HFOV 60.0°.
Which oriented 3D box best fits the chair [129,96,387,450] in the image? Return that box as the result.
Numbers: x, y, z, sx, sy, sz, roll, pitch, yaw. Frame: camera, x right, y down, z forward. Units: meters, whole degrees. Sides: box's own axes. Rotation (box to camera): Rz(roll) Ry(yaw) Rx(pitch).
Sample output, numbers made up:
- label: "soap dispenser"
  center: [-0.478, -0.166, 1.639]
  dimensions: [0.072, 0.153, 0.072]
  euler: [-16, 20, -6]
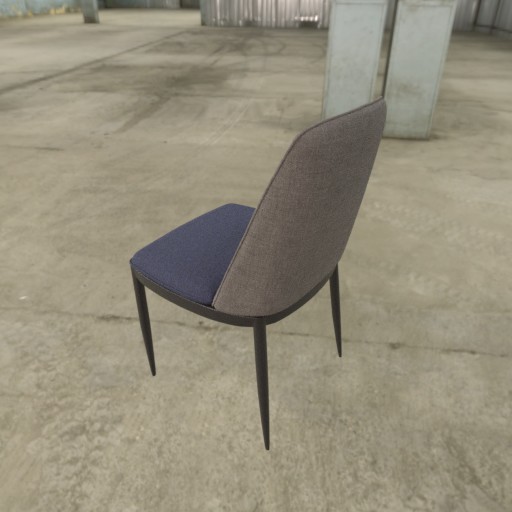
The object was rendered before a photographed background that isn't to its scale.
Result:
- label: "chair"
  center: [0.000, 0.000, 1.201]
  dimensions: [0.550, 0.855, 0.488]
  euler: [20, 36, 30]
